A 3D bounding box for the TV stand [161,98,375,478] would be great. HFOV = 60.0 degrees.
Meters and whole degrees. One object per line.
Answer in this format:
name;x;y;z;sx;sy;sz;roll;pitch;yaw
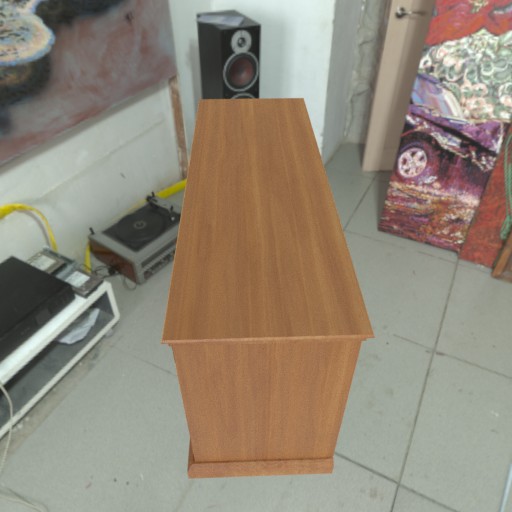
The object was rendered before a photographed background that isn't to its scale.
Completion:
TV stand;0.000;0.000;1.488;0.417;0.607;1.181;-1;41;-2
